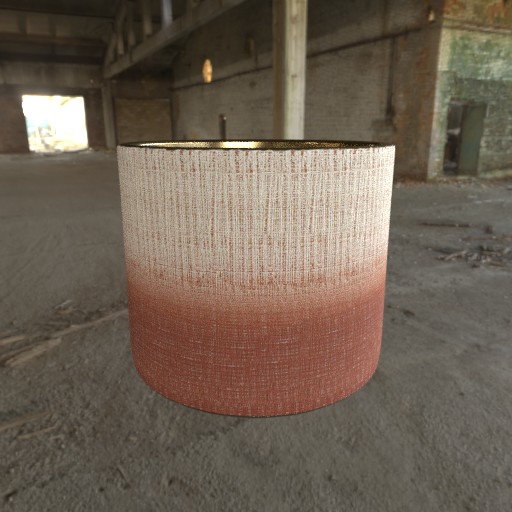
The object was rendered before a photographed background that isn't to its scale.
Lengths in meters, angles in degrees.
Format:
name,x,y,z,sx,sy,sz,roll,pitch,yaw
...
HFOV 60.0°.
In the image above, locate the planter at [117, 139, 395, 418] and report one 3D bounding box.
name,x,y,z,sx,sy,sz,roll,pitch,yaw
planter,0.000,0.000,0.444,0.254,0.221,0.254,0,16,0
